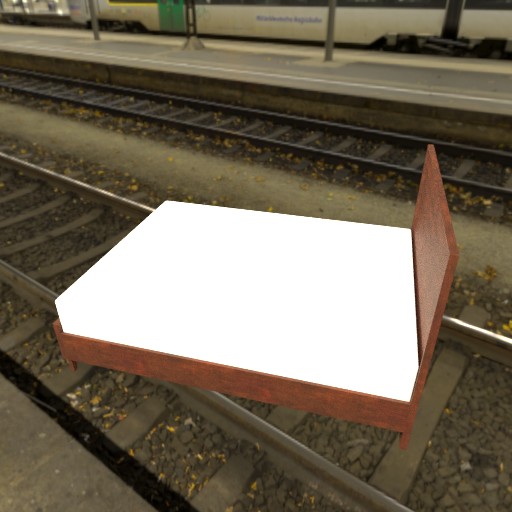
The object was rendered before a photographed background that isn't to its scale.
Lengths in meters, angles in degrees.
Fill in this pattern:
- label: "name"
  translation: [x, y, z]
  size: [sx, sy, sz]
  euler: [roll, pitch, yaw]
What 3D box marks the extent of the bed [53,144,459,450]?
- label: "bed"
  translation: [0.000, 0.000, 3.068]
  size: [2.184, 1.270, 1.600]
  euler: [8, 32, 13]
